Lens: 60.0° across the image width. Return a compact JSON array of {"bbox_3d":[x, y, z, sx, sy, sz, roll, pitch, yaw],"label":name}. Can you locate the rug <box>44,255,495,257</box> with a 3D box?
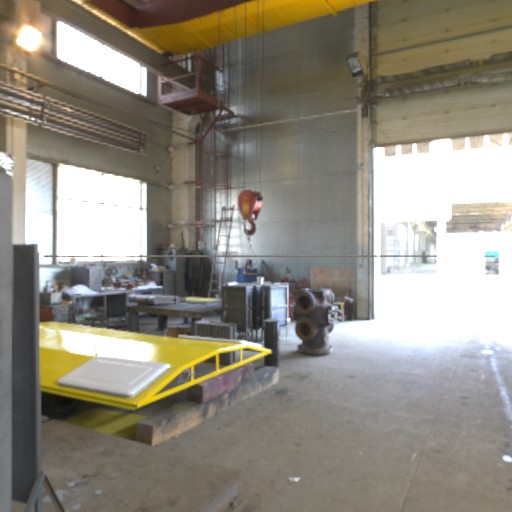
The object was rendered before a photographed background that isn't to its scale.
[{"bbox_3d":[0.000,0.000,2.845,2.235,0.008,1.600,0,0,-17],"label":"rug"}]
